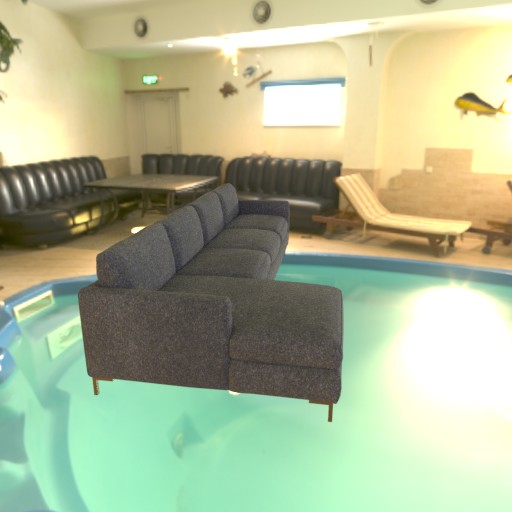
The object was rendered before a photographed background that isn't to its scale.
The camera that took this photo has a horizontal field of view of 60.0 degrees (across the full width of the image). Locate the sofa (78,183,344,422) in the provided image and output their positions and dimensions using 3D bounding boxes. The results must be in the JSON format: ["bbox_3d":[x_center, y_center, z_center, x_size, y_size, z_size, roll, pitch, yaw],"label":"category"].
[{"bbox_3d":[0.000,0.000,3.533,1.350,0.810,2.932,3,17,9],"label":"sofa"}]
